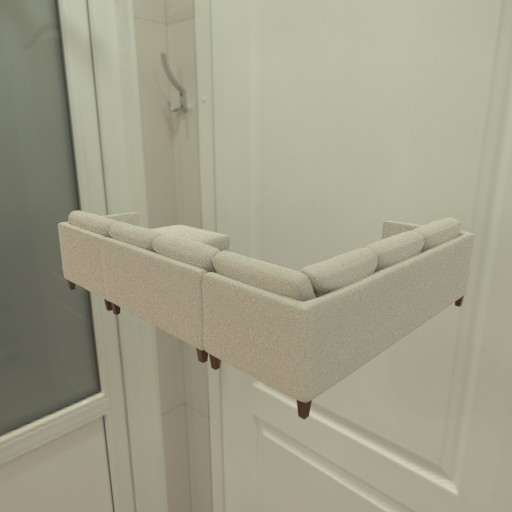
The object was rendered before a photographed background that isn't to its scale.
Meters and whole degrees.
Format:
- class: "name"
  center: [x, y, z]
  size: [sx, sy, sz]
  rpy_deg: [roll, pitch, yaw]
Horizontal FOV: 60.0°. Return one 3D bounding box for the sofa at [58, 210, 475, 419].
- class: "sofa"
  center: [0.000, 0.000, 4.354]
  size: [3.238, 0.853, 2.551]
  rpy_deg: [15, 22, 42]
